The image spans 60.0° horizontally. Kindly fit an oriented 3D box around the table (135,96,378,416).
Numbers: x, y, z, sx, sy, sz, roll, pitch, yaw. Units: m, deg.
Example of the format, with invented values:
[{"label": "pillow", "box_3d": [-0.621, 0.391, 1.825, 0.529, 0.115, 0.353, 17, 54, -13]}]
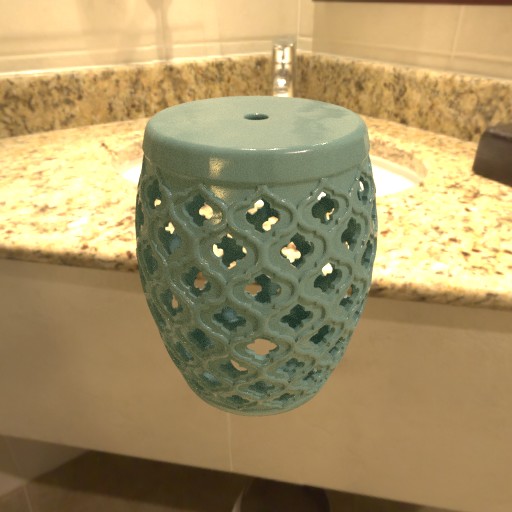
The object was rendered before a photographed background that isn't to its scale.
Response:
[{"label": "table", "box_3d": [0.000, 0.000, 0.629, 0.325, 0.388, 0.325, 0, 31, 0]}]
